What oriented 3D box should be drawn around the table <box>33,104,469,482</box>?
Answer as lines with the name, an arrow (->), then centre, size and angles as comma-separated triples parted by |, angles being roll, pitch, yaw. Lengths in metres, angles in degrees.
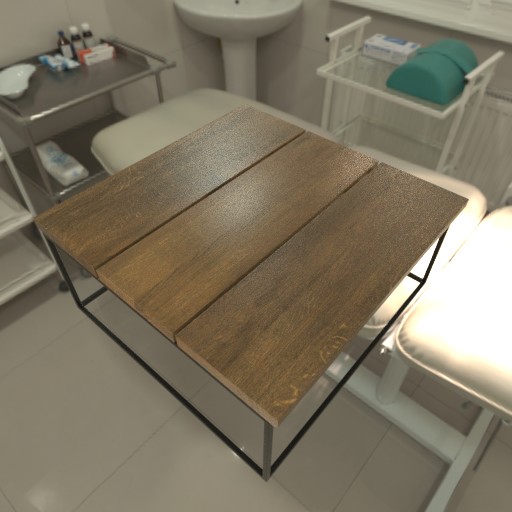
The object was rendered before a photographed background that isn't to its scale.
table -> 0.000, 0.000, 1.434 | 0.900, 0.400, 0.900 | 32, 54, 27
